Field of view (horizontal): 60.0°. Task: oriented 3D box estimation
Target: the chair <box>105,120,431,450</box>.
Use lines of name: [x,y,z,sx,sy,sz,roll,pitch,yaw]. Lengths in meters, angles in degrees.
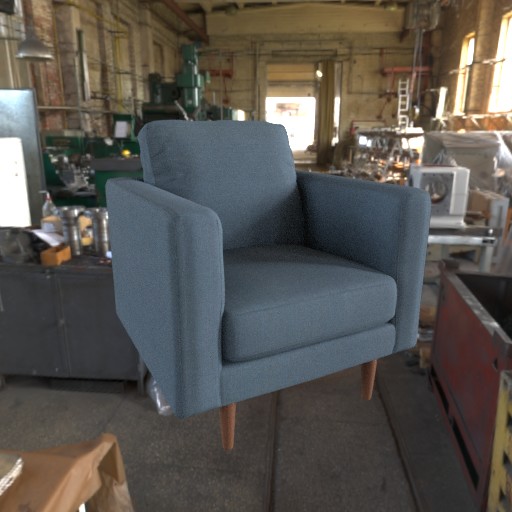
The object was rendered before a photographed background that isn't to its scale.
chair: [0.000,0.000,1.551,0.855,0.922,0.820,-8,18,-27]
